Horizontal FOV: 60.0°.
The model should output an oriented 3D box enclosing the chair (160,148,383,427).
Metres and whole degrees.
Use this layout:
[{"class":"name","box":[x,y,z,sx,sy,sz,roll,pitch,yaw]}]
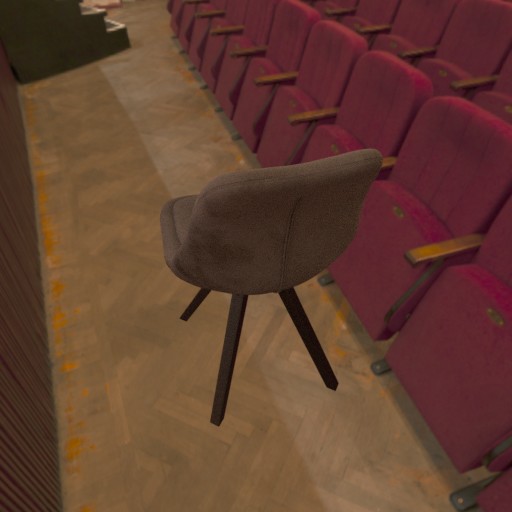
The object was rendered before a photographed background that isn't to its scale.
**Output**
[{"class":"chair","box":[0.000,0.000,1.189,0.476,0.850,0.550,-12,44,-13]}]
